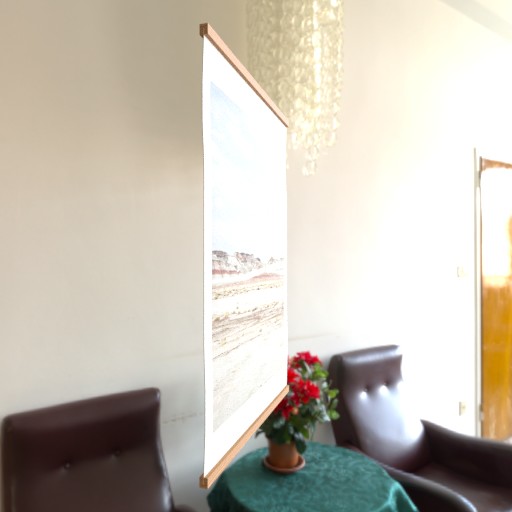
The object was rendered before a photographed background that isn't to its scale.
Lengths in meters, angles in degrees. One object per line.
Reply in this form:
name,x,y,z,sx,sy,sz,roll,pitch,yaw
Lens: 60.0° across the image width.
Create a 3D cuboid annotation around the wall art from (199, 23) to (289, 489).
wall art,0.000,0.000,1.320,0.020,1.016,0.739,0,0,18
